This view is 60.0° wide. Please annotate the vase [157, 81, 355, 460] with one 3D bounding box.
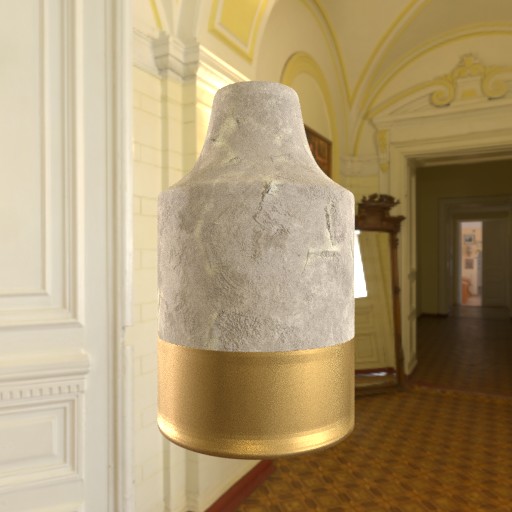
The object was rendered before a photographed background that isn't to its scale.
[{"bbox_3d":[0.000,0.000,0.423,0.184,0.305,0.184,0,0,0],"label":"vase"}]
